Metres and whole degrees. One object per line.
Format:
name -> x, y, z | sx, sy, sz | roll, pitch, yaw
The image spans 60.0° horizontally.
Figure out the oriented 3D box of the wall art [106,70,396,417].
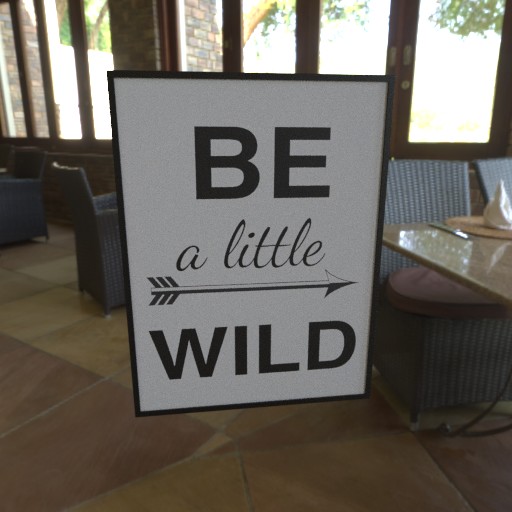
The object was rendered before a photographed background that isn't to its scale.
wall art -> 0.000, 0.000, 1.384 | 0.806, 1.062, 0.038 | -2, 16, -7
